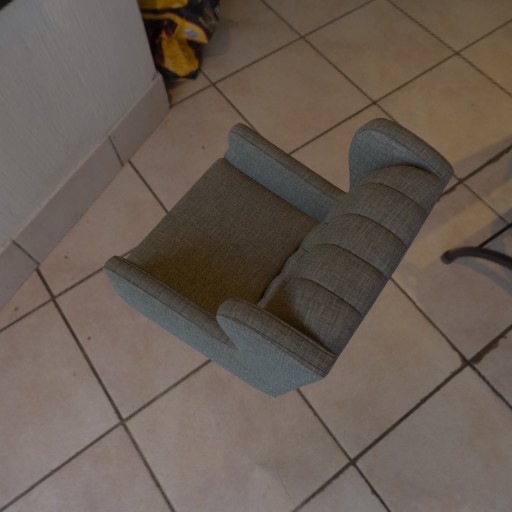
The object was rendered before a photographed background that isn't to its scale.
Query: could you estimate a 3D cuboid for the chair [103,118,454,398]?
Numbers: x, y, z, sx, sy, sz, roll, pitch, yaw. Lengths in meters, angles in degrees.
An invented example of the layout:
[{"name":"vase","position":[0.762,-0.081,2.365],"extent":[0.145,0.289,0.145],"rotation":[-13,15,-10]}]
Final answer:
[{"name":"chair","position":[0.000,0.000,1.468],"extent":[0.775,0.953,0.711],"rotation":[33,69,14]}]
